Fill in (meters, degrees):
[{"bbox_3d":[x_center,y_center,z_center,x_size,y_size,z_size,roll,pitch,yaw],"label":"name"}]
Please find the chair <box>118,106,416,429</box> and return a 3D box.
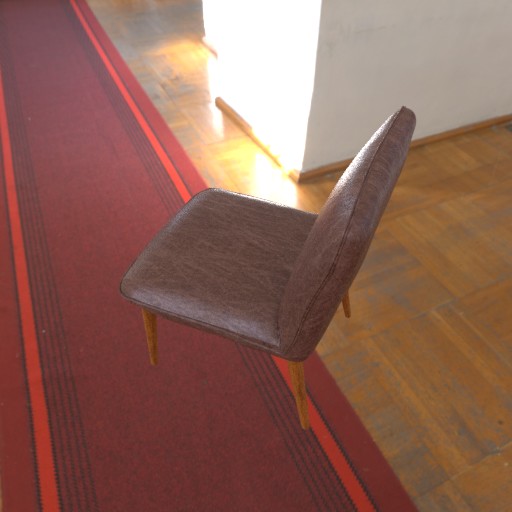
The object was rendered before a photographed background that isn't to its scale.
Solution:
[{"bbox_3d":[0.000,0.000,1.232,0.645,0.803,0.543,15,47,14],"label":"chair"}]
